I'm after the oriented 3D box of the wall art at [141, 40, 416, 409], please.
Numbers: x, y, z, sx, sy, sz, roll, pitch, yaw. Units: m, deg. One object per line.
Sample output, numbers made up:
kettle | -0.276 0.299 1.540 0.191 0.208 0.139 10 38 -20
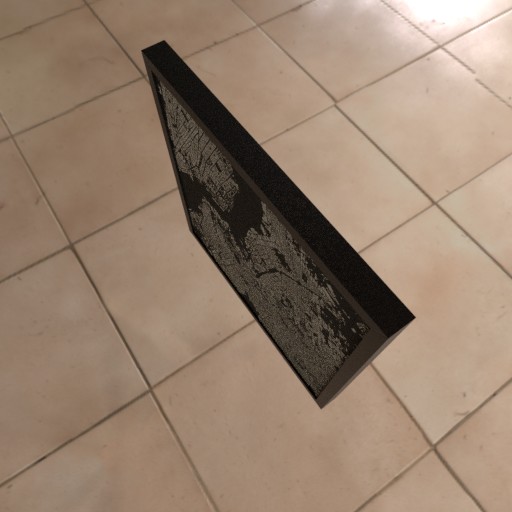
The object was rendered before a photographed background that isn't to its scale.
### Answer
wall art | 0.000 0.000 0.760 0.038 0.506 0.506 -32 68 -15
